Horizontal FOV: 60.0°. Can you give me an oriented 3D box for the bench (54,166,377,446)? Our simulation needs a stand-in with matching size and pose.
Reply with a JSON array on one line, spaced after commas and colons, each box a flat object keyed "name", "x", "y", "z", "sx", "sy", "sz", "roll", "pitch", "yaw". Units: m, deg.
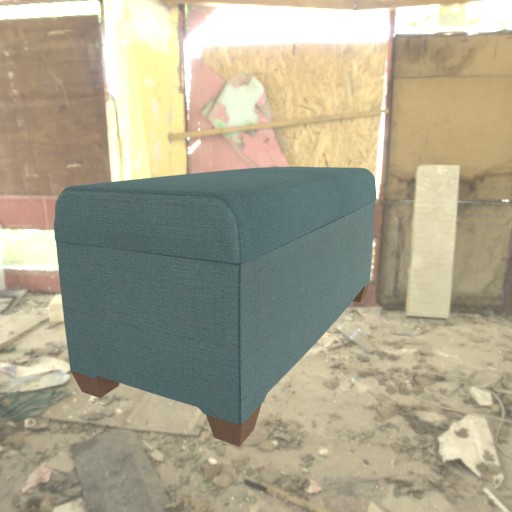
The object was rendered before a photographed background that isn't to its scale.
[{"name": "bench", "x": 0.000, "y": 0.000, "z": 1.259, "sx": 0.476, "sy": 0.474, "sz": 0.995, "roll": 7, "pitch": 16, "yaw": 26}]
